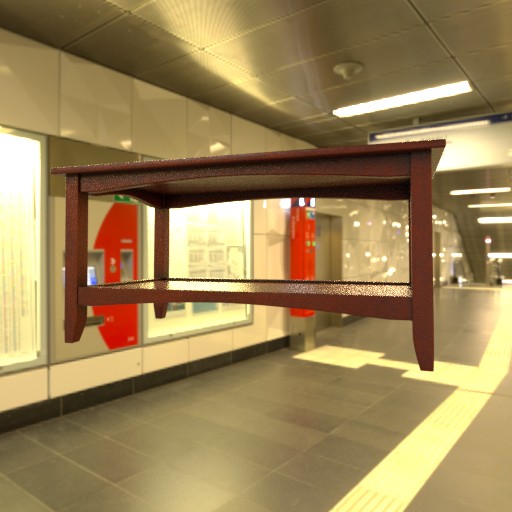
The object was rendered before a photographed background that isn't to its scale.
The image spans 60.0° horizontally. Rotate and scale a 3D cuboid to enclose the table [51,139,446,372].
[{"bbox_3d":[0.000,0.000,1.250,0.943,0.456,0.533,0,0,18],"label":"table"}]
